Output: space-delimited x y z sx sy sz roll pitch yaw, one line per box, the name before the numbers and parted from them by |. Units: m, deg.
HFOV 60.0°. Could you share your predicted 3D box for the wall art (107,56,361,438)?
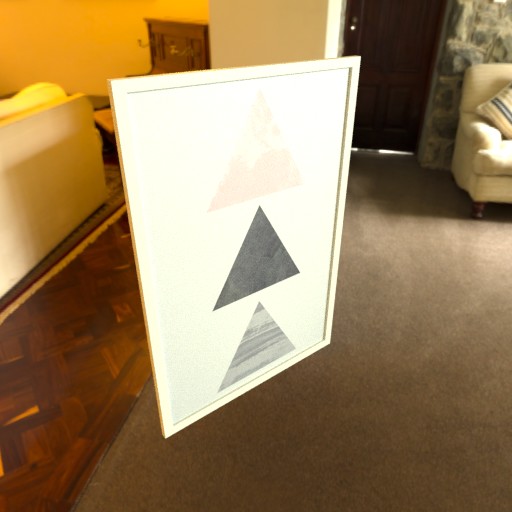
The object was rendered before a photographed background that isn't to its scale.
wall art | 0.000 0.000 0.827 0.456 0.656 0.013 -21 36 -32
